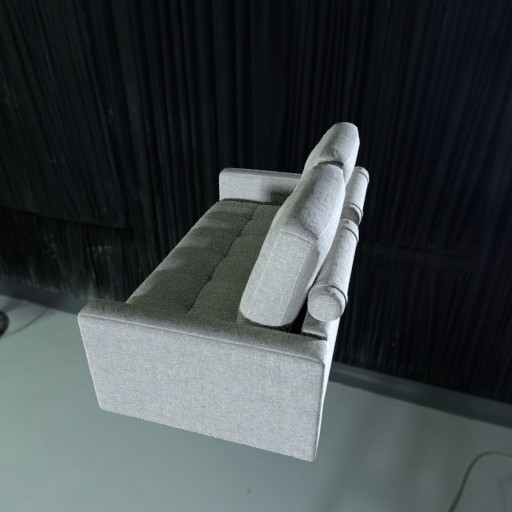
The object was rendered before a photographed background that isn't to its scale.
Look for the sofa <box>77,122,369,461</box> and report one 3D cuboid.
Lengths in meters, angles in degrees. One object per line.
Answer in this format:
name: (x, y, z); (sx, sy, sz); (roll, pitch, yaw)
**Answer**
sofa: (0.000, 0.000, 1.917); (0.842, 0.907, 1.407); (8, 32, 14)
